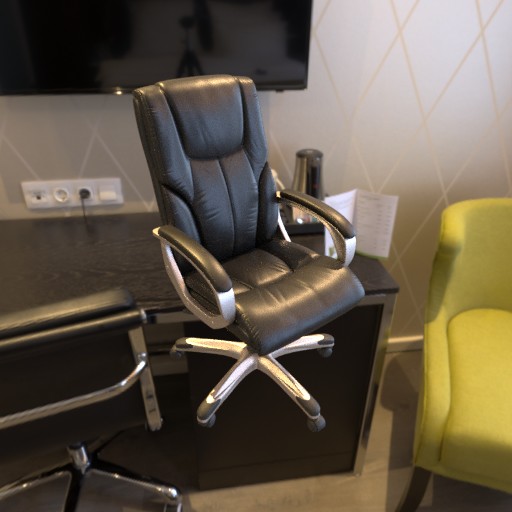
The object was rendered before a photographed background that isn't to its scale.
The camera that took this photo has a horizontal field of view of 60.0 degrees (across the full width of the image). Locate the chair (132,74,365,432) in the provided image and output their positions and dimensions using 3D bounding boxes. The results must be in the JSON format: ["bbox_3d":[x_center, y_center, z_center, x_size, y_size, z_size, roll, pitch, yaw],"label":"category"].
[{"bbox_3d":[0.000,0.000,1.612,0.700,1.145,0.780,-21,36,-32],"label":"chair"}]
